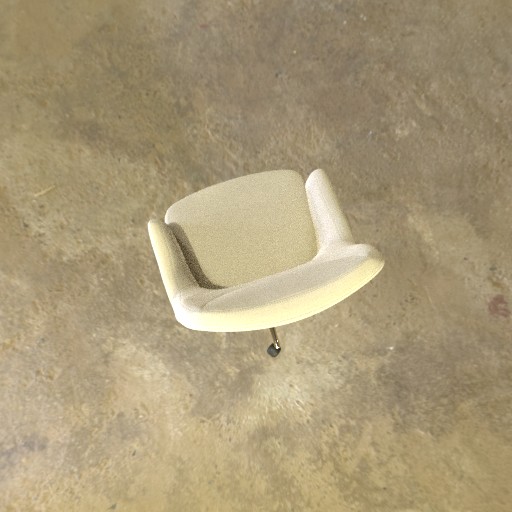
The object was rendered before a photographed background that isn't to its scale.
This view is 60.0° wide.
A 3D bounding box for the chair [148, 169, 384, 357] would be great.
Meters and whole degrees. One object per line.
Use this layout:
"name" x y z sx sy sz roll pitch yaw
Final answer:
"chair" 0.000 0.000 1.444 0.620 1.049 0.640 -18 77 -4
